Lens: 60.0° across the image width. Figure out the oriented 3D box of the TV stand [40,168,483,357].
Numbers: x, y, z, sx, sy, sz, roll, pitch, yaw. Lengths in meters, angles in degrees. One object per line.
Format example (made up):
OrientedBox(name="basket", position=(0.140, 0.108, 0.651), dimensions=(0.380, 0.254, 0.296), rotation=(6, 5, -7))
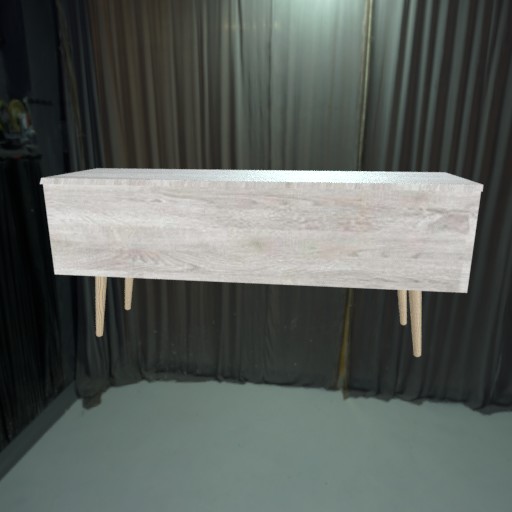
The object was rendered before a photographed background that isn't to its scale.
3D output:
OrientedBox(name="TV stand", position=(0.000, 0.000, 1.564), dimensions=(1.313, 0.565, 0.401), rotation=(2, 16, 7))
